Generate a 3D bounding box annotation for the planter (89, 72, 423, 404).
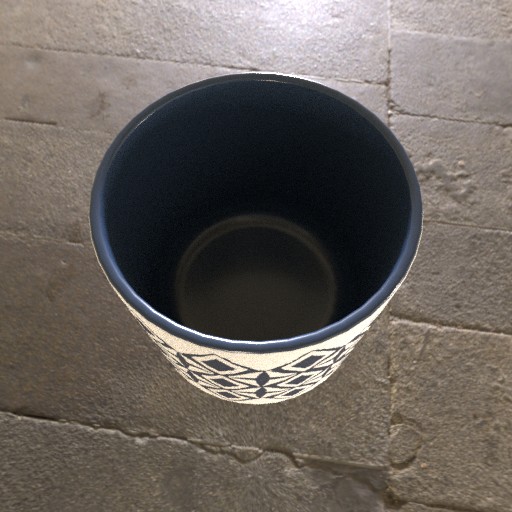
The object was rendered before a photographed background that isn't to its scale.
[{"bbox_3d":[0.000,0.000,0.275,0.159,0.144,0.159,0,64,0],"label":"planter"}]
